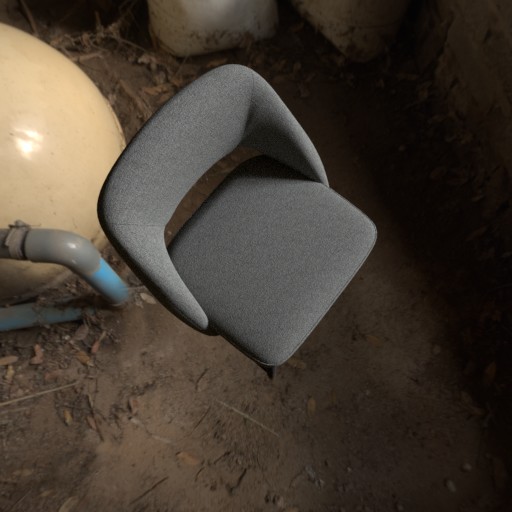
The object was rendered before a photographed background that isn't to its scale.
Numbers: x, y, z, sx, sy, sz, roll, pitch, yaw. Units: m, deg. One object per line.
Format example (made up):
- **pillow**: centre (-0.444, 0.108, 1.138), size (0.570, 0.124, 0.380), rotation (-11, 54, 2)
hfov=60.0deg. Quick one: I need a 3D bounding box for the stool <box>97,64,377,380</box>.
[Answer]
- **stool**: centre (0.000, 0.000, 1.250), size (0.524, 0.925, 0.536), rotation (38, 78, 9)
